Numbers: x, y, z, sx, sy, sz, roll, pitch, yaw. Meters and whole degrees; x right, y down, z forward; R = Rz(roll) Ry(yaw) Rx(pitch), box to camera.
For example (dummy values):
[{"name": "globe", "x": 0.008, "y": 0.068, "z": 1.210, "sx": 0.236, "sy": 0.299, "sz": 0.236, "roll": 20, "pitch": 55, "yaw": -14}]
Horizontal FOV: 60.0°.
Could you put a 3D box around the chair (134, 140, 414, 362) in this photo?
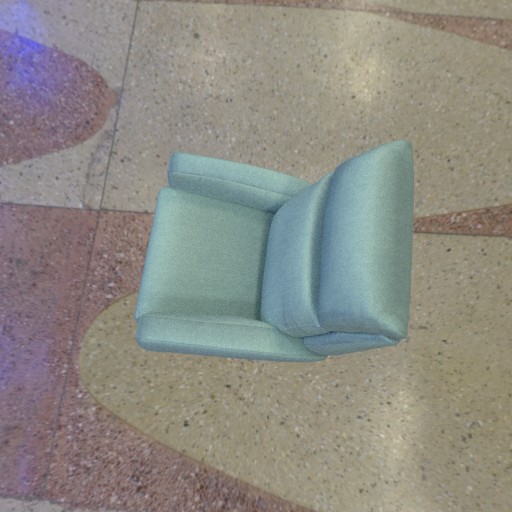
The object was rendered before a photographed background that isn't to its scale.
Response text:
[{"name": "chair", "x": 0.000, "y": 0.000, "z": 1.734, "sx": 0.940, "sy": 1.013, "sz": 0.812, "roll": 7, "pitch": 75, "yaw": 2}]
